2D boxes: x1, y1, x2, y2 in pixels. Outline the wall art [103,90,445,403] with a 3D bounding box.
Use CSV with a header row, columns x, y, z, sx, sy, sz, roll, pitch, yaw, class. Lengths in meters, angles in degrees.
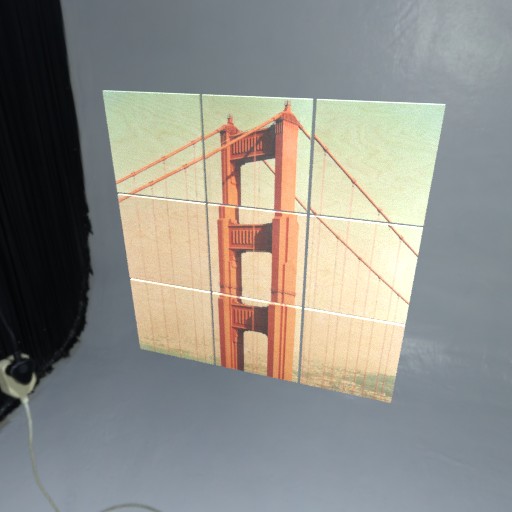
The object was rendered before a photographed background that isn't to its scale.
x,y,z,sx,sy,sz,roll,pitch,yaw,class
0.000,0.000,1.791,1.214,1.219,0.013,8,28,16,wall art
